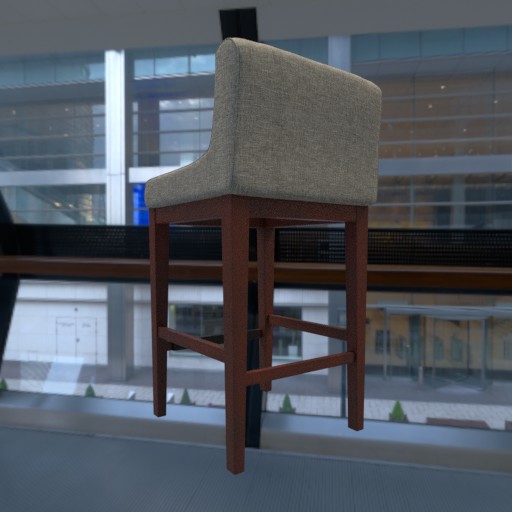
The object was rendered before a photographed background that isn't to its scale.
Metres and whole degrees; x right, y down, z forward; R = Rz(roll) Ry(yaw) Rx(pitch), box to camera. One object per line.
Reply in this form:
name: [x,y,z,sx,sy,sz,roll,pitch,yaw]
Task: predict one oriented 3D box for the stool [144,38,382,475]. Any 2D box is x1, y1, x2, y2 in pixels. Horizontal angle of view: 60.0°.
stool: [0.000,0.000,1.104,0.417,0.835,0.459,-1,1,-36]
